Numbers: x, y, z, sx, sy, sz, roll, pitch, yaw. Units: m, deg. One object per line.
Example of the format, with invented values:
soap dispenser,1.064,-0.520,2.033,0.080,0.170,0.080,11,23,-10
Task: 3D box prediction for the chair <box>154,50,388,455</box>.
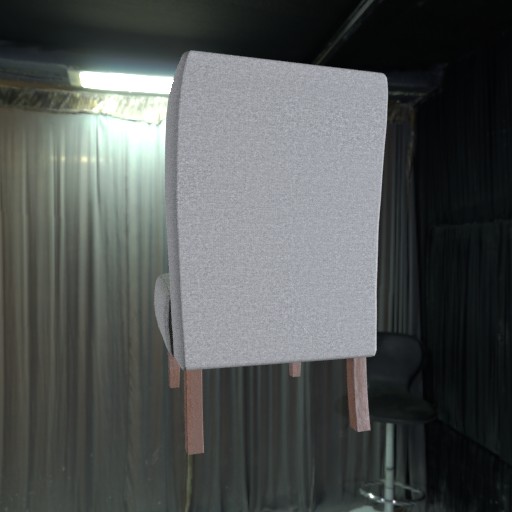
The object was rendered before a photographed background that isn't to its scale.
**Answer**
chair,0.000,0.000,1.187,0.513,0.804,0.592,0,1,-17
